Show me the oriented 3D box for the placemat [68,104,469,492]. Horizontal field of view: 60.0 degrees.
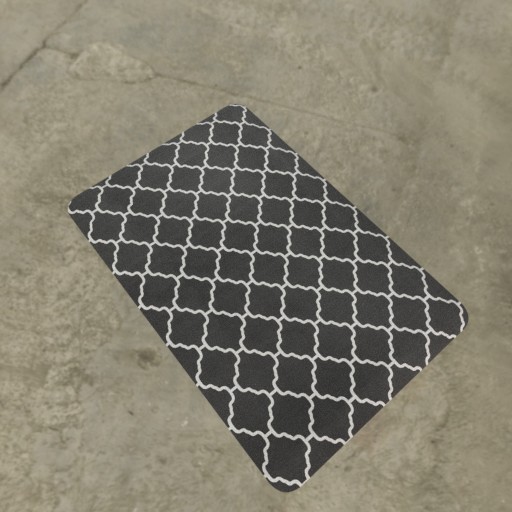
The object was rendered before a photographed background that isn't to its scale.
[{"bbox_3d":[0.000,0.000,0.934,0.508,0.021,0.762,-36,69,-17],"label":"placemat"}]
